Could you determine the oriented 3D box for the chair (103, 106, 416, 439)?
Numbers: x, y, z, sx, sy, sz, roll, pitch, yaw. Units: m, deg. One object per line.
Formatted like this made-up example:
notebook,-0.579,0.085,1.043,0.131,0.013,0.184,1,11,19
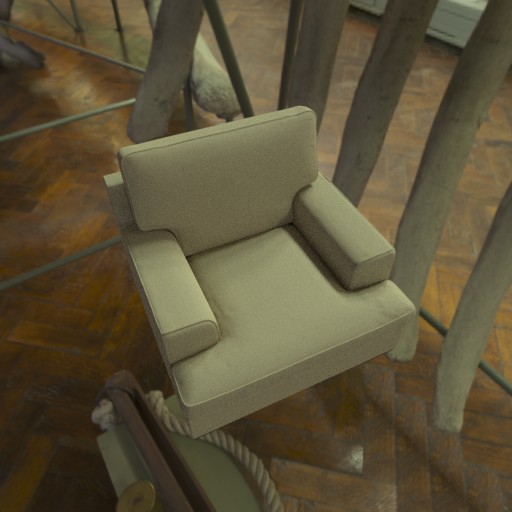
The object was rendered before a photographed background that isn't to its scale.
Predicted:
chair,0.000,0.000,2.198,1.293,1.005,1.274,-25,51,-22
